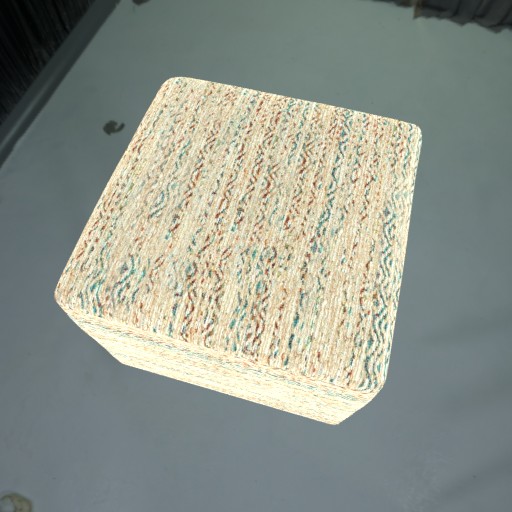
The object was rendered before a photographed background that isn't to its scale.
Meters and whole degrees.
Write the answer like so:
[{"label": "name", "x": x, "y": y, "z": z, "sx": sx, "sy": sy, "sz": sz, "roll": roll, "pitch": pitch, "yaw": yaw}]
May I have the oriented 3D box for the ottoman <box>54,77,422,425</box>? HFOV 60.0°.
[{"label": "ottoman", "x": 0.000, "y": 0.000, "z": 0.915, "sx": 0.521, "sy": 0.453, "sz": 0.512, "roll": 14, "pitch": 64, "yaw": 7}]
